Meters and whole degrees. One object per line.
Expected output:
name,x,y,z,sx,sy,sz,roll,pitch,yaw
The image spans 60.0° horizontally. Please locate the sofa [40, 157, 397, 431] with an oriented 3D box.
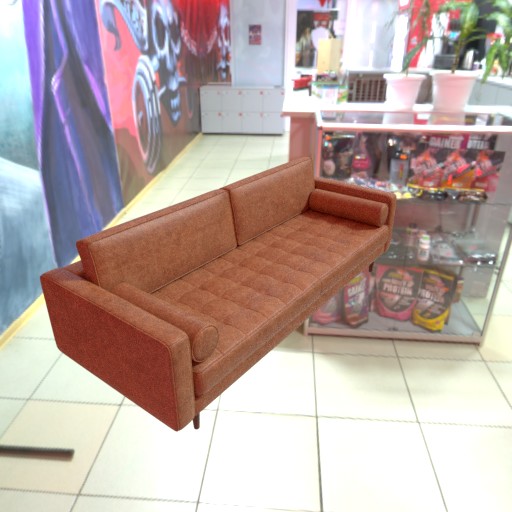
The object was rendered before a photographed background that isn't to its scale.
sofa,0.000,0.000,2.685,0.919,0.770,2.200,19,32,33
